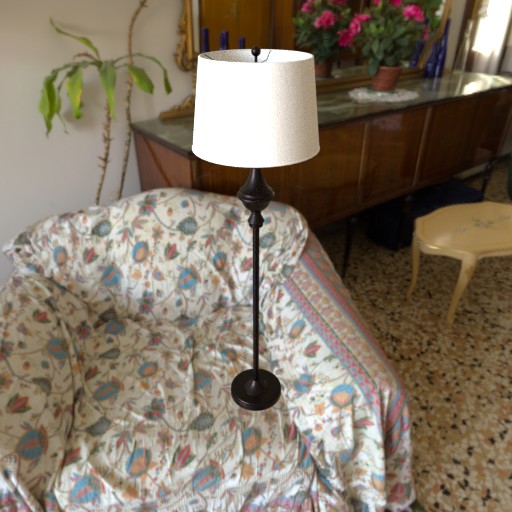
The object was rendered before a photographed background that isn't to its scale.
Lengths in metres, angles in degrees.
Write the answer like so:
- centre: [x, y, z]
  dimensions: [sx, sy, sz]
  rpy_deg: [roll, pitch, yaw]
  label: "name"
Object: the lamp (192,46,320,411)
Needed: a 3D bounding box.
- centre: [0.000, 0.000, 1.725]
  dimensions: [0.431, 1.484, 0.431]
  rpy_deg: [0, 31, 0]
  label: "lamp"
